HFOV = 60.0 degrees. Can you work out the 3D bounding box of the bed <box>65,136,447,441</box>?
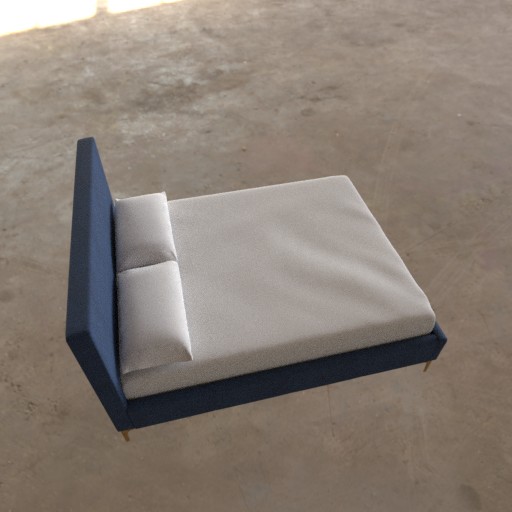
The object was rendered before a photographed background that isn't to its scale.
[{"bbox_3d":[0.000,0.000,3.148,2.172,1.231,1.723,-10,48,-9],"label":"bed"}]
